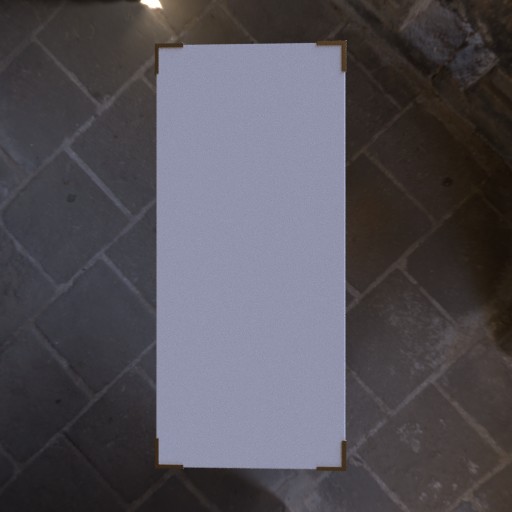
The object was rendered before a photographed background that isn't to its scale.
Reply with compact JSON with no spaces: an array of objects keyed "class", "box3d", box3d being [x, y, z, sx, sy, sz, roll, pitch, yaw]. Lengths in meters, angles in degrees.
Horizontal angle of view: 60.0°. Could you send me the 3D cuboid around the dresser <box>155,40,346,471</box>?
[{"class":"dresser","box3d":[0.000,0.000,1.504,0.460,0.891,1.022,0,90,2]}]
